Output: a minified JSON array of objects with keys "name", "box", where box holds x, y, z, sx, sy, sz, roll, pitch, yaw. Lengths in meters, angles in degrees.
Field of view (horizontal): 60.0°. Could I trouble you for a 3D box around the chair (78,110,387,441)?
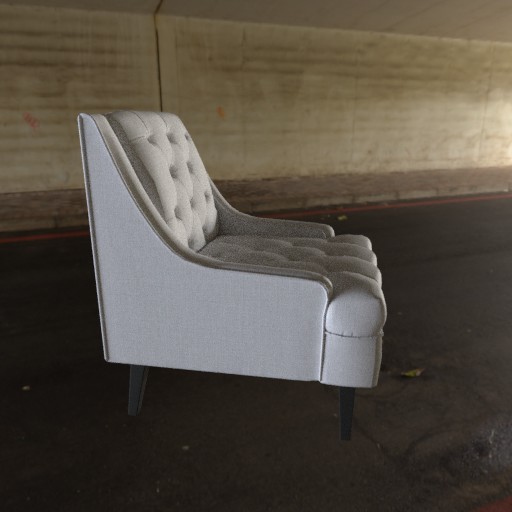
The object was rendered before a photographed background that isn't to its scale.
[{"name":"chair","box":[0.000,0.000,1.427,0.772,0.891,0.658,3,17,9]}]
